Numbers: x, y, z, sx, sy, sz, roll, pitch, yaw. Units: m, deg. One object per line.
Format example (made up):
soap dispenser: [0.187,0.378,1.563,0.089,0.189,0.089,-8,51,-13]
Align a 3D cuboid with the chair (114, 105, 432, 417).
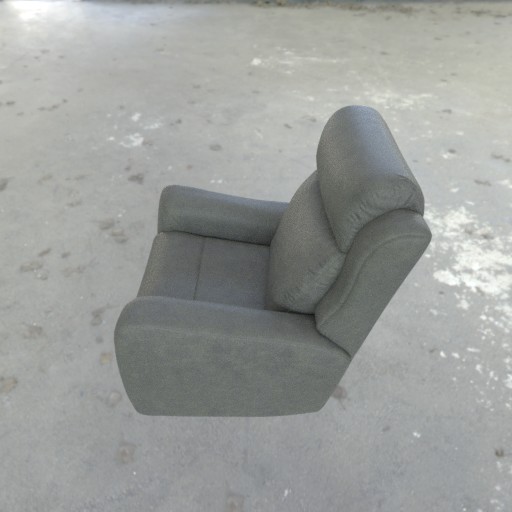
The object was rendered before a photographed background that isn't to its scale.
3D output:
chair: [0.000,0.000,1.905,1.068,1.116,0.967,1,40,1]
